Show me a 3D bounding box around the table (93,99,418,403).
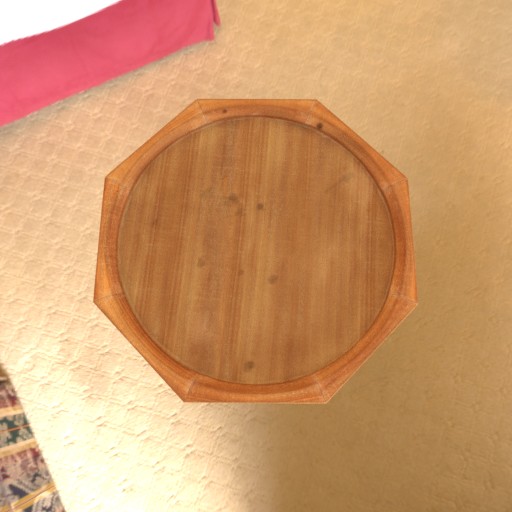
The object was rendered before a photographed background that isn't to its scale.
[{"bbox_3d":[0.000,0.000,1.519,1.002,0.444,1.002,0,76,0],"label":"table"}]
